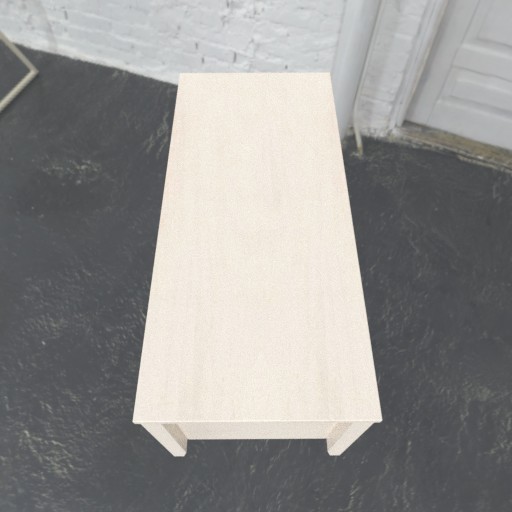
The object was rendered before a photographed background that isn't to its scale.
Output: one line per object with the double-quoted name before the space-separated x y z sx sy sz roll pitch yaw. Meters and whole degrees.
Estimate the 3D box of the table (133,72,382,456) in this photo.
"table" 0.000 0.000 1.284 0.457 0.483 1.016 0 58 0
